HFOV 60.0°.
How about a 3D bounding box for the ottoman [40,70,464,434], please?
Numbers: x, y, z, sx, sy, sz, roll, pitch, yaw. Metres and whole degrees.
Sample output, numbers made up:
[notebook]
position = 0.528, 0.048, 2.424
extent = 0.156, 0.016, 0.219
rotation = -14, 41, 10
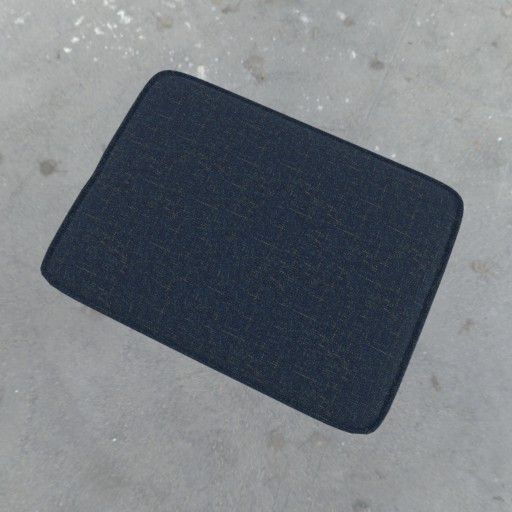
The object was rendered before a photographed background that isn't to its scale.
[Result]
[ottoman]
position = 0.000, 0.000, 1.074
extent = 0.749, 0.450, 0.549
rotation = 25, 78, 6
